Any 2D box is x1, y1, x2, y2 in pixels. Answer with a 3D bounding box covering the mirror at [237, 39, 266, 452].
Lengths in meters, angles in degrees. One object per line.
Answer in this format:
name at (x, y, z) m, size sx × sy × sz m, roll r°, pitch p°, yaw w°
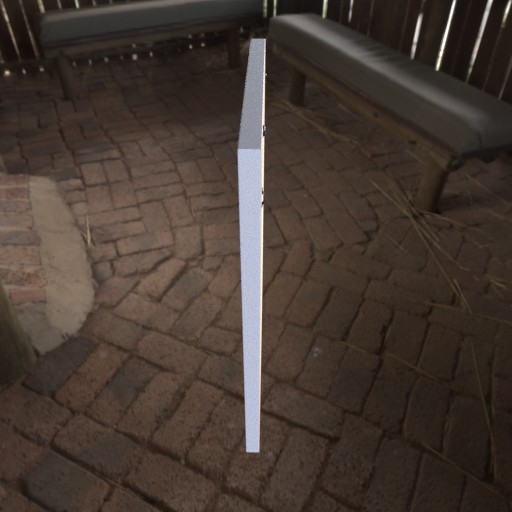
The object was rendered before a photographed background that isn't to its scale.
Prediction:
mirror at (0.000, 0.000, 1.174) m, size 0.041 × 0.914 × 0.609 m, roll 1°, pitch 40°, yaw 1°
